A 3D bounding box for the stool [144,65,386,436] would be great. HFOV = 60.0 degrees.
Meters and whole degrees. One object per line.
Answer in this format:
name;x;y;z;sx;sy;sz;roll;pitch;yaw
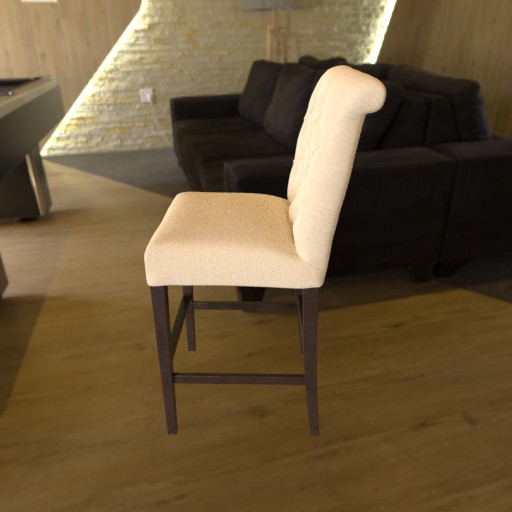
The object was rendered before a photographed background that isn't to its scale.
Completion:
stool;0.000;0.000;1.436;0.610;1.118;0.482;0;26;1
